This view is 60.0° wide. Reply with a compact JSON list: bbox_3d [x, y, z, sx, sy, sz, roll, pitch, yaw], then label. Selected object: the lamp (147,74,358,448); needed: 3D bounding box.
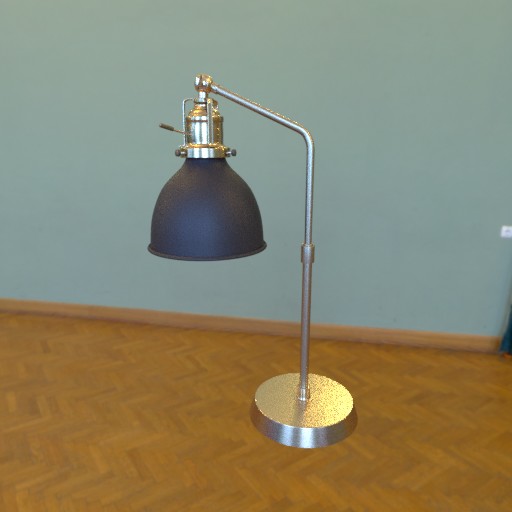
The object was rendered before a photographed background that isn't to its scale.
[{"bbox_3d":[0.000,0.000,0.591,0.291,0.456,0.160,2,15,10],"label":"lamp"}]
